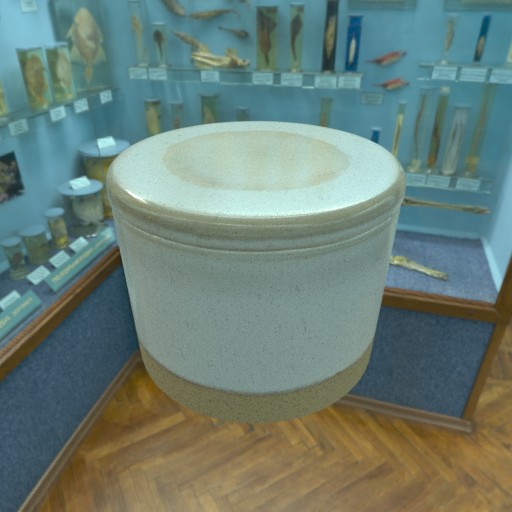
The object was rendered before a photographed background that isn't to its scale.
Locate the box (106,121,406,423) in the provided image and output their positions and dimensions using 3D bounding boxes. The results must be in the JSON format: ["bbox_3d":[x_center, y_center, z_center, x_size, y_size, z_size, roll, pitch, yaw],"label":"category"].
[{"bbox_3d":[0.000,0.000,0.265,0.154,0.123,0.154,0,31,0],"label":"box"}]
